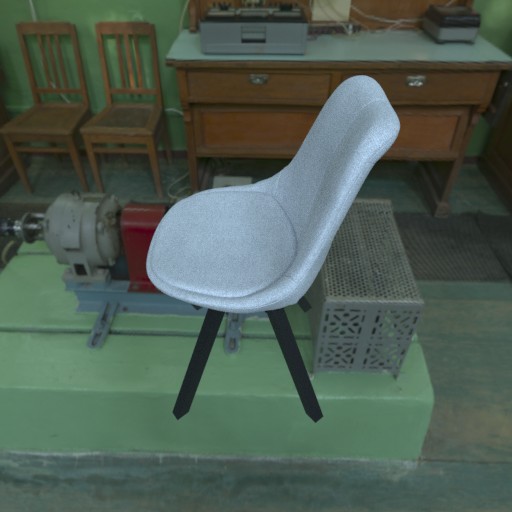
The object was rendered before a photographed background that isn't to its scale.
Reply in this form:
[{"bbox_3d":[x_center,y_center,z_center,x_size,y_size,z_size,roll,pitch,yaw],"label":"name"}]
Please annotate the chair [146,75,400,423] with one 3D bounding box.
[{"bbox_3d":[0.000,0.000,1.165,0.550,0.850,0.485,0,41,0],"label":"chair"}]
